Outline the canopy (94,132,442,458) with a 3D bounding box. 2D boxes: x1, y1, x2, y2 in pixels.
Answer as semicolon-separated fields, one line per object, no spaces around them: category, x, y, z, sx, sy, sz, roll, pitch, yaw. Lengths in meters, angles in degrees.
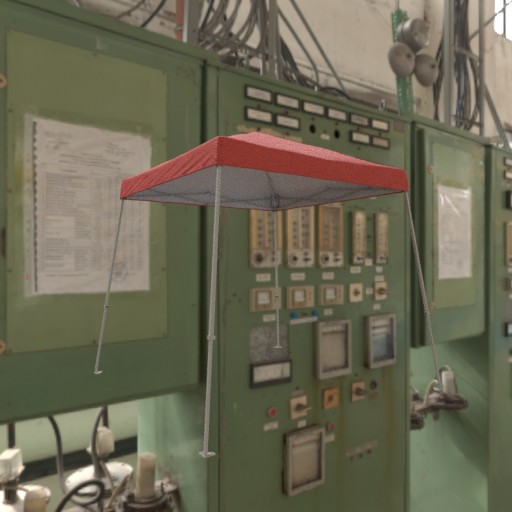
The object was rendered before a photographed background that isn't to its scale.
canopy;0.000;0.000;6.418;3.599;3.600;3.600;0;-1;-35
